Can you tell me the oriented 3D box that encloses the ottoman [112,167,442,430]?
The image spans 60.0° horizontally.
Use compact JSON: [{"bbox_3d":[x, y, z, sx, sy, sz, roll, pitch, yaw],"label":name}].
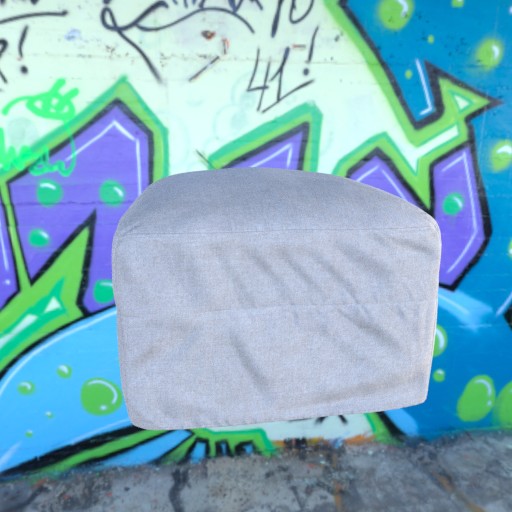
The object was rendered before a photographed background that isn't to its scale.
[{"bbox_3d":[0.000,0.000,1.241,0.683,0.481,0.837,-2,15,-8],"label":"ottoman"}]
